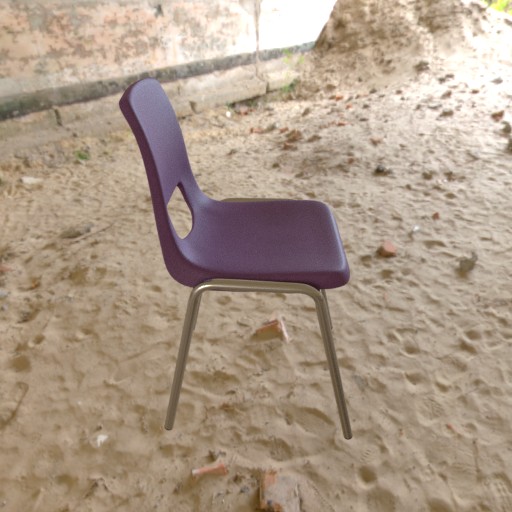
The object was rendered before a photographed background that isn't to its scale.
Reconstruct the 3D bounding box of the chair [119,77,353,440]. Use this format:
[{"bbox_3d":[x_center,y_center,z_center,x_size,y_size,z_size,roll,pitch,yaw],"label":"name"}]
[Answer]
[{"bbox_3d":[0.000,0.000,0.950,0.432,0.704,0.381,1,31,1],"label":"chair"}]
